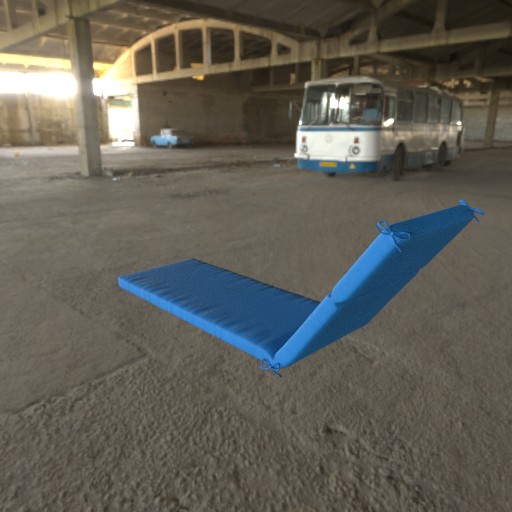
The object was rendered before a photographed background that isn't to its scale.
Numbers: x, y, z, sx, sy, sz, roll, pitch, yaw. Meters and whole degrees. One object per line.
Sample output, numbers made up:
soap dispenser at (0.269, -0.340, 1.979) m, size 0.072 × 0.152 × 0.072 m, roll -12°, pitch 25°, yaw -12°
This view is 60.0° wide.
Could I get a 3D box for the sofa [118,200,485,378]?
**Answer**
sofa at (0.000, 0.000, 1.957) m, size 0.582 × 0.622 × 1.663 m, roll -15°, pitch 22°, yaw -42°
